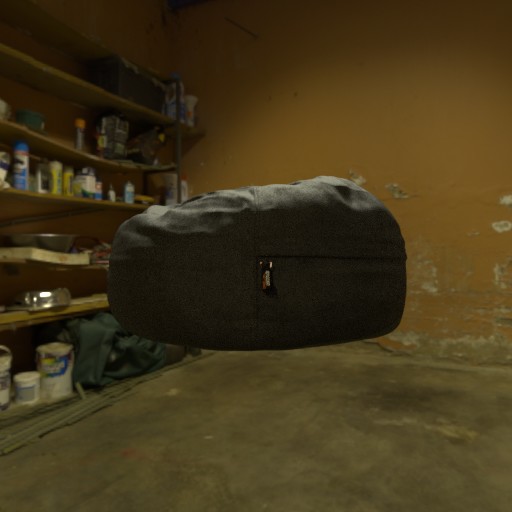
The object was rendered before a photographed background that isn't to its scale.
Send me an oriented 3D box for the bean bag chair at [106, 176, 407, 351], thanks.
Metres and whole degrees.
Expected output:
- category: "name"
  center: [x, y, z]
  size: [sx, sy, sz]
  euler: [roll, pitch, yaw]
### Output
- category: "bean bag chair"
  center: [0.000, 0.000, 2.384]
  size: [1.525, 0.751, 1.525]
  euler: [0, 0, 0]
